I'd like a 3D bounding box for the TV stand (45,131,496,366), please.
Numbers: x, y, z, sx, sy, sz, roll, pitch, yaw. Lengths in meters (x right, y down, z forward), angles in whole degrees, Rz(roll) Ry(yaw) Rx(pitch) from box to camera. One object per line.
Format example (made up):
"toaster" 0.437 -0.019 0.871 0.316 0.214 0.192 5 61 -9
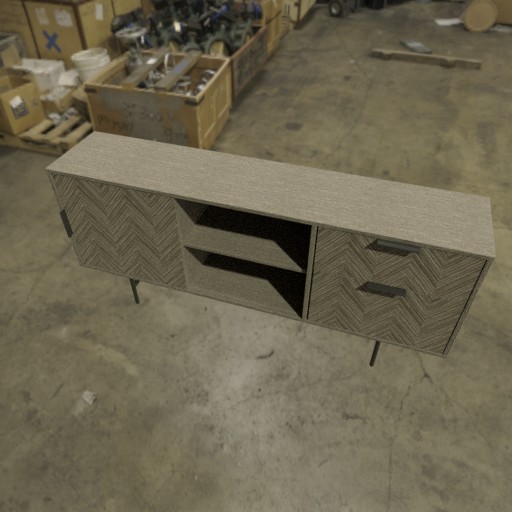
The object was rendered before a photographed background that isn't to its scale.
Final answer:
"TV stand" 0.000 0.000 2.077 1.804 0.787 0.405 13 43 14
